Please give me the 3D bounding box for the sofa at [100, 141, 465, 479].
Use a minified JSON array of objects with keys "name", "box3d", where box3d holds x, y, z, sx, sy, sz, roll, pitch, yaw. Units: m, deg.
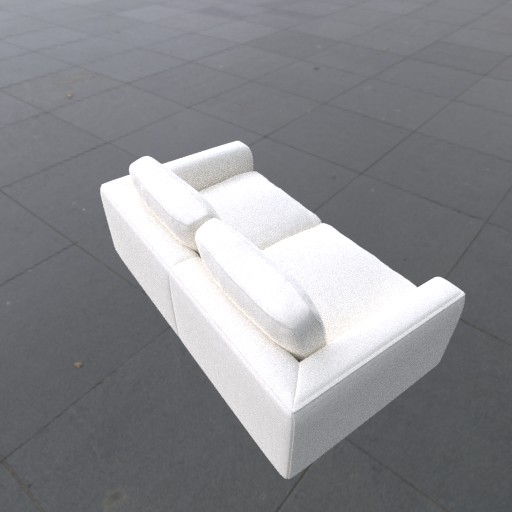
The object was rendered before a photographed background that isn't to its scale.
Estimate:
[{"name":"sofa","box3d":[0.000,0.000,2.476,1.069,0.801,1.920,-25,47,-26]}]
